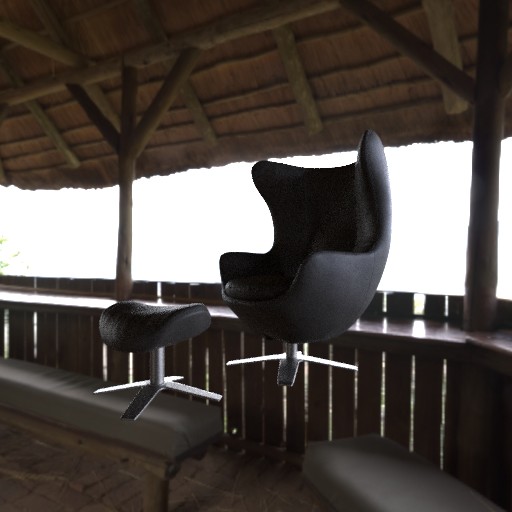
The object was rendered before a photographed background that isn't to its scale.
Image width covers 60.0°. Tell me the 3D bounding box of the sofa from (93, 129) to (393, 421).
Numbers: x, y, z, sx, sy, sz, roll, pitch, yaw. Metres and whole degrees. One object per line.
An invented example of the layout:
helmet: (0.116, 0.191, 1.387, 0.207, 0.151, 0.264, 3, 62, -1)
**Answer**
sofa: (0.000, 0.000, 2.121, 1.444, 1.135, 0.894, 0, 0, -36)
